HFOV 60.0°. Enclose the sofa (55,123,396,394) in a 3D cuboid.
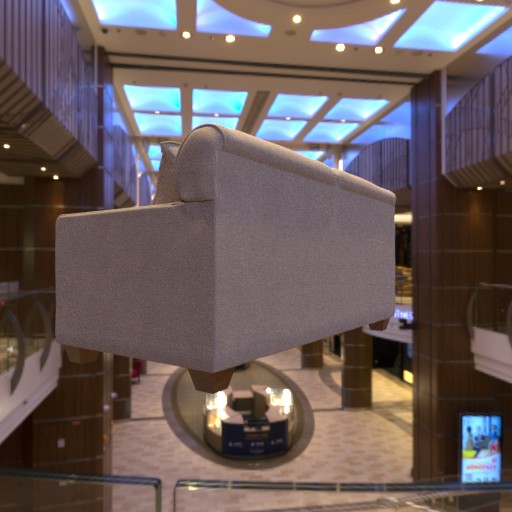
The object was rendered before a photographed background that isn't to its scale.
[{"bbox_3d":[0.000,0.000,2.463,0.998,0.958,1.846,0,-1,35],"label":"sofa"}]
